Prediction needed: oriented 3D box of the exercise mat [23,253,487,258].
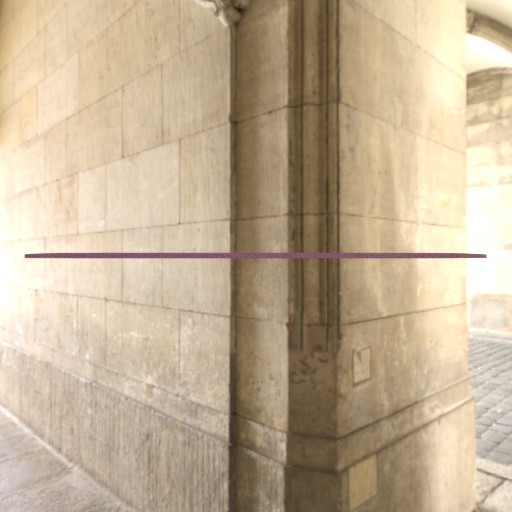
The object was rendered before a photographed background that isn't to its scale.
[{"bbox_3d":[0.000,0.000,2.049,1.869,0.021,0.616,0,0,-1],"label":"exercise mat"}]
